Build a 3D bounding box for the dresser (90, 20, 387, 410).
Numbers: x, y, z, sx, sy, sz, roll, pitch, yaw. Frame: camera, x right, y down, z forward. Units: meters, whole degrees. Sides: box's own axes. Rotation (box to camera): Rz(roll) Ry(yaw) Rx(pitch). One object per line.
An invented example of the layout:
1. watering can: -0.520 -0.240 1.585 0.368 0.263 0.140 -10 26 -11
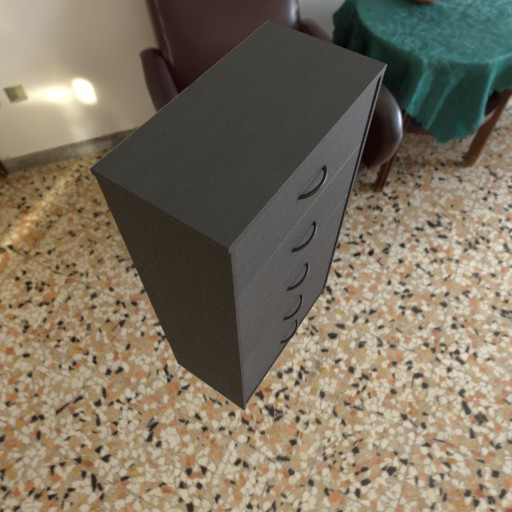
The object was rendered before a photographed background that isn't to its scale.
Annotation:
1. dresser: 0.000 0.000 1.582 0.399 1.255 0.704 30 62 18
